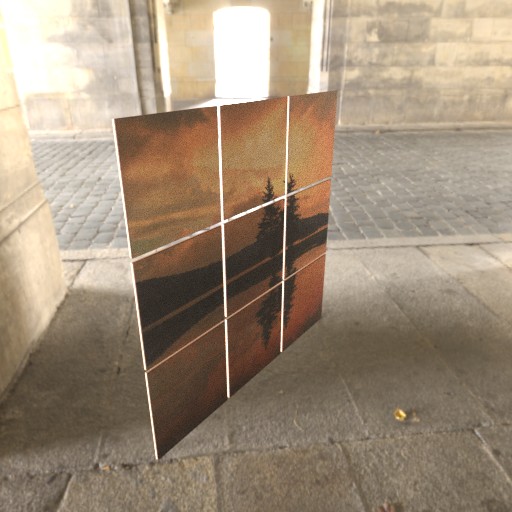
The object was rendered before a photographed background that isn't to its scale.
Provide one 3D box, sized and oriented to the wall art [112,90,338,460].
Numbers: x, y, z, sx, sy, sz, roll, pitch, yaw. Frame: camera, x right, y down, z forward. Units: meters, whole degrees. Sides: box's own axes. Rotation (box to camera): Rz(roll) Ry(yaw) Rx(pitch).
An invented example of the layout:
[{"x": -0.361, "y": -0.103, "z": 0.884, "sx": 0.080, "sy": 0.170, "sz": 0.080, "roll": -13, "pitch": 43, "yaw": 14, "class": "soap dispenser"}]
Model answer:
[{"x": 0.000, "y": 0.000, "z": 1.833, "sx": 0.013, "sy": 1.218, "sz": 1.216, "roll": 17, "pitch": 30, "yaw": 33, "class": "wall art"}]
